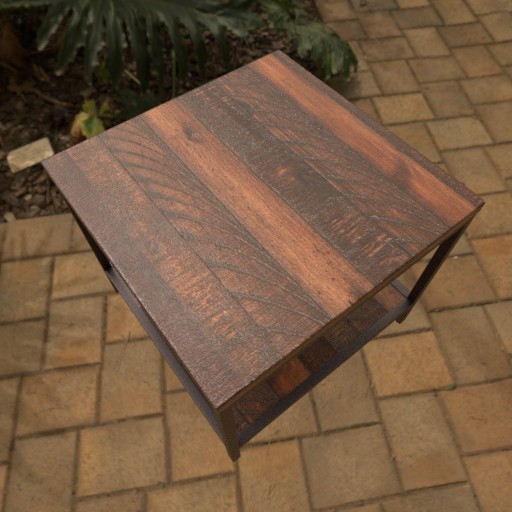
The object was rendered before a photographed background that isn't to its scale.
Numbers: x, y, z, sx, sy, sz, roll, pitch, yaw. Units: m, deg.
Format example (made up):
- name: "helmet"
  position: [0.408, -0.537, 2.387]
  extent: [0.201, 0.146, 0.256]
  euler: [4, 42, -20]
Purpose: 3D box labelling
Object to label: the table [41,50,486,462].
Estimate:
- name: "table"
  position: [0.000, 0.000, 0.970]
  extent: [0.553, 0.482, 0.548]
  euler: [-33, 63, -19]
